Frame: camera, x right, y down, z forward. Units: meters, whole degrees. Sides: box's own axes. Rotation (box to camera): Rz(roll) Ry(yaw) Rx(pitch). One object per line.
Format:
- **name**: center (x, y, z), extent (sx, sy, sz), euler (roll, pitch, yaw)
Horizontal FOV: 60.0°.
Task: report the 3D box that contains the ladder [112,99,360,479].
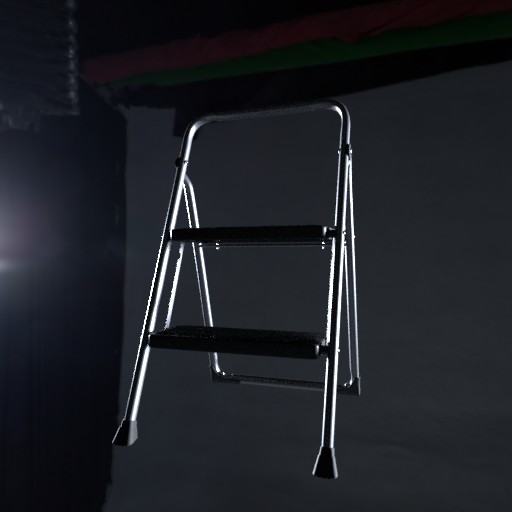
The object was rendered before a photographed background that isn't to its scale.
- **ladder**: center (0.000, 0.000, 1.000), extent (0.430, 0.720, 0.472), euler (0, 0, 19)
